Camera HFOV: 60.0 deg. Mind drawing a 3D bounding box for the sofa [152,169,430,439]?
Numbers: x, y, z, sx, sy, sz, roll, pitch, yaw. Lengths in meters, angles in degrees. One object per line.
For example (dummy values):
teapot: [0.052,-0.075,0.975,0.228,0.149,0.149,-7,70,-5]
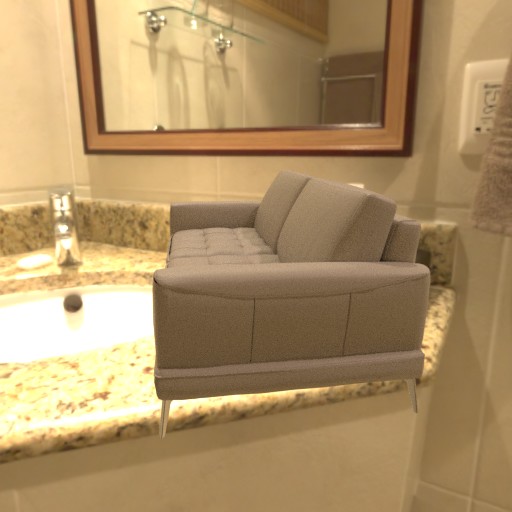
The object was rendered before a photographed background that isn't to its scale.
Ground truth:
sofa: [0.000,0.000,2.651,1.121,0.930,2.177,-2,14,-9]
